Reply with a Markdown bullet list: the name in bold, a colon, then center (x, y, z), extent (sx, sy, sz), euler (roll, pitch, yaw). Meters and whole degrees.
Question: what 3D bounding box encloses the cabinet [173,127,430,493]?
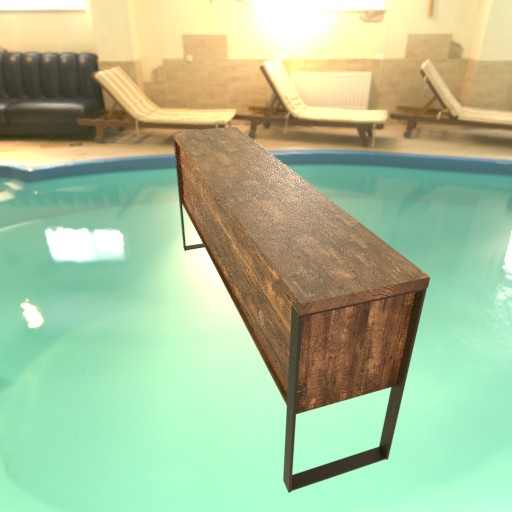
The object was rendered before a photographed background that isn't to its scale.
- **cabinet**: center (0.000, 0.000, 2.065), extent (0.395, 0.762, 1.800), euler (-10, 31, -17)
